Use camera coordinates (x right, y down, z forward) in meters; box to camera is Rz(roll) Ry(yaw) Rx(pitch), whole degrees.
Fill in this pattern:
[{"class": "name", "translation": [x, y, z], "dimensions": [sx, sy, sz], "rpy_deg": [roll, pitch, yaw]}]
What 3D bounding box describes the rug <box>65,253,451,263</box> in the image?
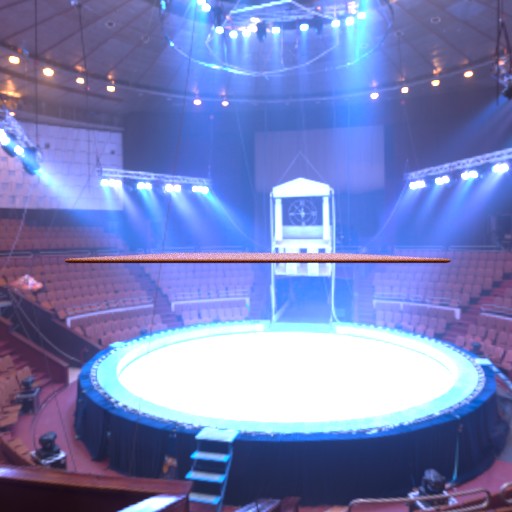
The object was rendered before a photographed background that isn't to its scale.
[{"class": "rug", "translation": [0.000, 0.000, 2.054], "dimensions": [1.078, 0.013, 1.678], "rpy_deg": [0, 1, 0]}]
